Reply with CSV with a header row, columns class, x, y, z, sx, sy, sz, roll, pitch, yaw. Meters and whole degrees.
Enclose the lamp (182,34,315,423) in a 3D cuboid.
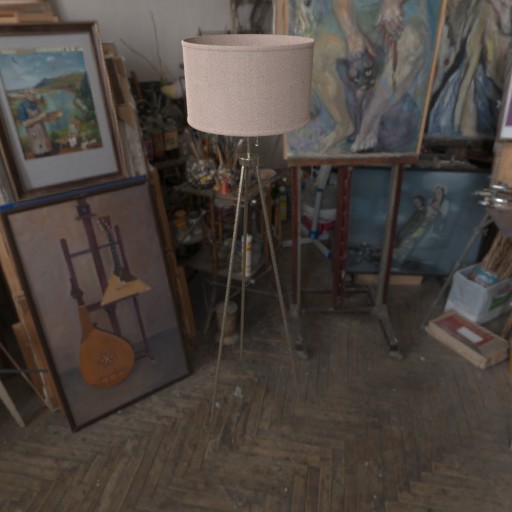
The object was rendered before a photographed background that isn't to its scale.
class,x,y,z,sx,sy,sz,roll,pitch,yaw
lamp,0.000,0.000,1.756,0.460,1.545,0.449,9,32,14
